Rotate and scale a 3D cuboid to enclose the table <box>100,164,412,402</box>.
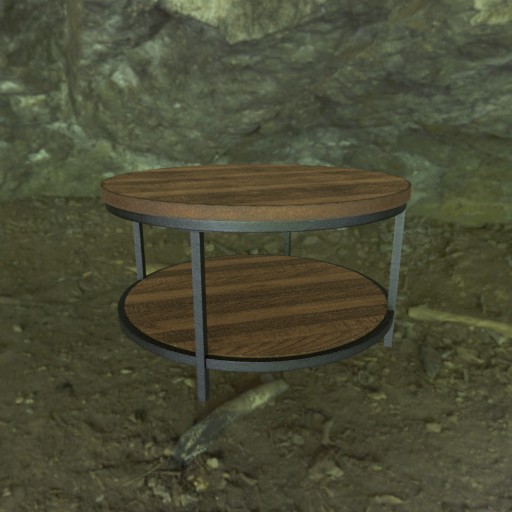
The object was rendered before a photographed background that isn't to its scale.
[{"bbox_3d":[0.000,0.000,1.325,0.837,0.462,0.837,0,17,0],"label":"table"}]
